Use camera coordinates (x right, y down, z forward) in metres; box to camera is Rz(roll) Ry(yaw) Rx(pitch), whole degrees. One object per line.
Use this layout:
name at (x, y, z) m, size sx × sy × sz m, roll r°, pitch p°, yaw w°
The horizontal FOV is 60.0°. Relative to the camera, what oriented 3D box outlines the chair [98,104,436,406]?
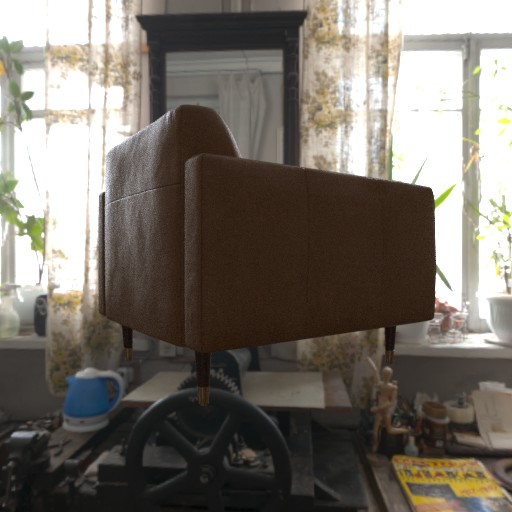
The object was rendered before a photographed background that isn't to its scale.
chair at (0.000, 0.000, 1.701) m, size 0.998 × 0.819 × 0.953 m, roll 0°, pitch 0°, yaw -35°
